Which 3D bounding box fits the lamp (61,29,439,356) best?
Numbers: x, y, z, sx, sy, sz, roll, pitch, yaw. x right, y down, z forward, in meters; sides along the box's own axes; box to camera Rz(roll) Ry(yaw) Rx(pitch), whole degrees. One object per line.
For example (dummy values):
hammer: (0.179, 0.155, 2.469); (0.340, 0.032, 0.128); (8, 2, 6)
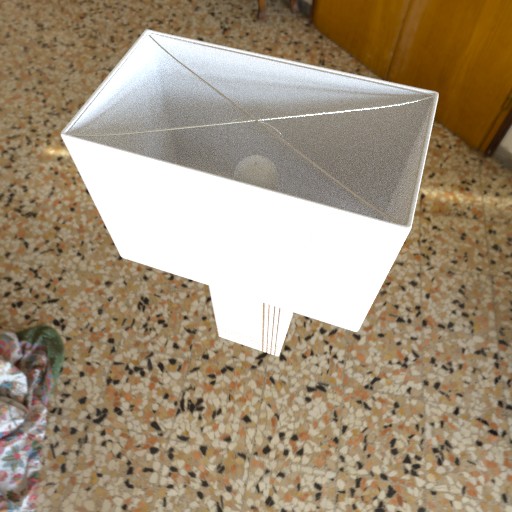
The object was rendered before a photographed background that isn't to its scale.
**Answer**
lamp: (0.000, 0.000, 0.668); (0.334, 0.543, 0.182); (17, 60, 10)
